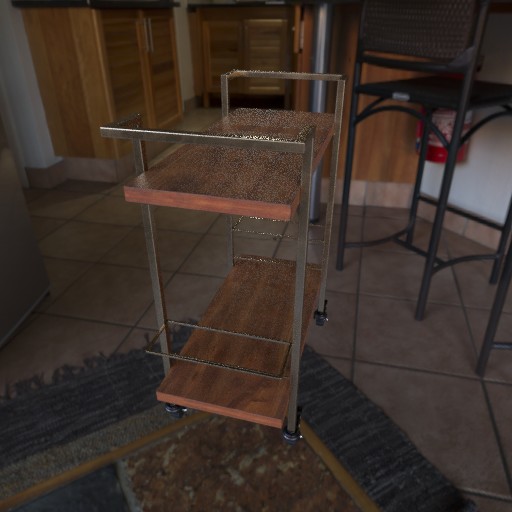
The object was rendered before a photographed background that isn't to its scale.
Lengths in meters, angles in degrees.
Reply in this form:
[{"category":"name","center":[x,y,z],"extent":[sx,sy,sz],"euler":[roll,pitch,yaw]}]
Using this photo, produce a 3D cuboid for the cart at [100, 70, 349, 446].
[{"category":"cart","center":[0.000,0.000,1.156],"extent":[0.364,0.807,0.695],"euler":[8,31,13]}]
